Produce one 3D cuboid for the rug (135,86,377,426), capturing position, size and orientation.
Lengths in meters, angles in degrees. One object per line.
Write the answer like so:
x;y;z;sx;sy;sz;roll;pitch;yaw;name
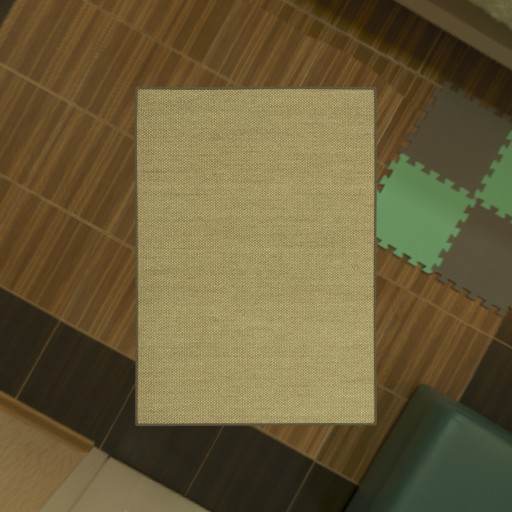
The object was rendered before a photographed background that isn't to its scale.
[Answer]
0.000;0.000;2.787;1.523;0.012;2.133;0;90;0;rug
